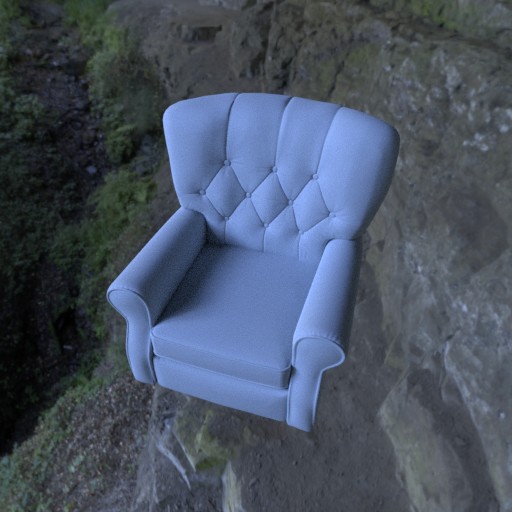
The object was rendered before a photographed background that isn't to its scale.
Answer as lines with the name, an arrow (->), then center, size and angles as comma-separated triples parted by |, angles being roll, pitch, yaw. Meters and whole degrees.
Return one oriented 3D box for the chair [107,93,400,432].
chair -> 0.000, 0.000, 2.119 | 1.090, 1.217, 1.128 | 12, 42, 13
